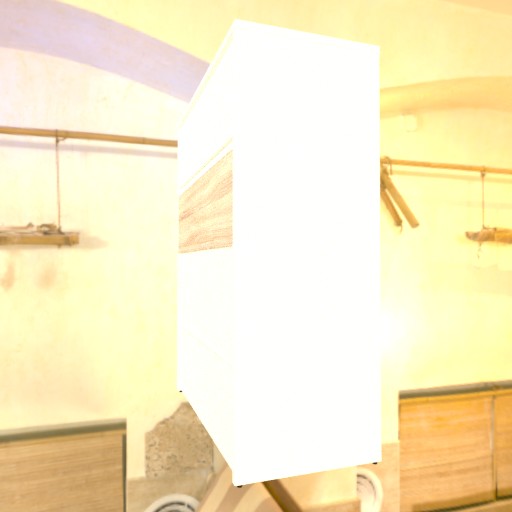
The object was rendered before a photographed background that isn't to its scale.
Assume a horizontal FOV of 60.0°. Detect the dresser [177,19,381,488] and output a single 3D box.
[{"bbox_3d":[0.000,0.000,1.417,0.380,1.040,0.800,0,-1,-19],"label":"dresser"}]
